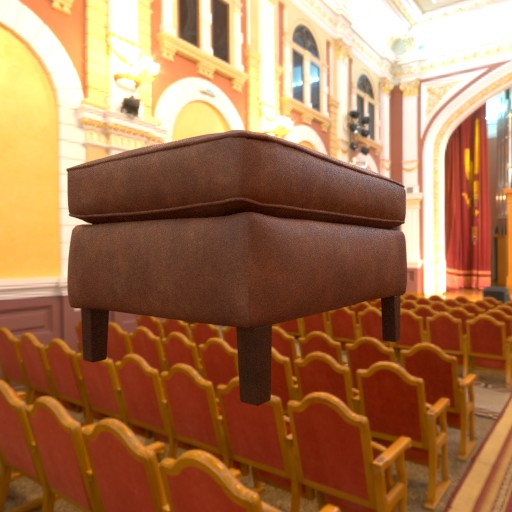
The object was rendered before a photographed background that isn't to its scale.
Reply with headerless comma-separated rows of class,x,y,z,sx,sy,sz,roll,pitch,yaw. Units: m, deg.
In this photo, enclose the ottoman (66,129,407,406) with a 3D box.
ottoman,0.000,0.000,0.987,0.501,0.418,0.665,0,1,37
